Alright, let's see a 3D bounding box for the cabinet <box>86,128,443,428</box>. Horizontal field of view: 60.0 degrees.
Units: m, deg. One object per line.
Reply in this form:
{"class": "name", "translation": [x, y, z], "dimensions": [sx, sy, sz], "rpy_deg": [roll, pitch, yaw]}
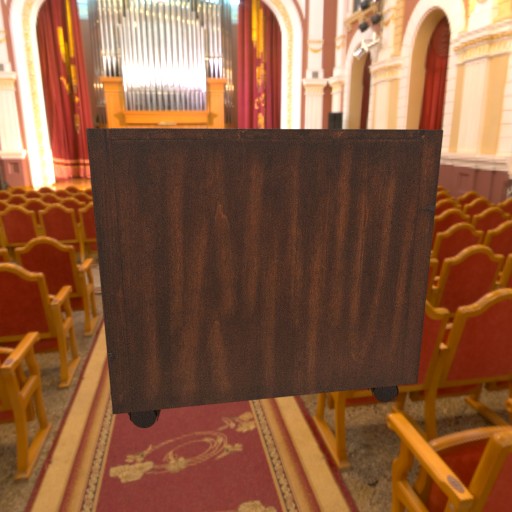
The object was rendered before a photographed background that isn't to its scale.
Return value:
{"class": "cabinet", "translation": [0.000, 0.000, 0.841], "dimensions": [0.500, 0.455, 0.402], "rpy_deg": [-3, 15, -10]}
